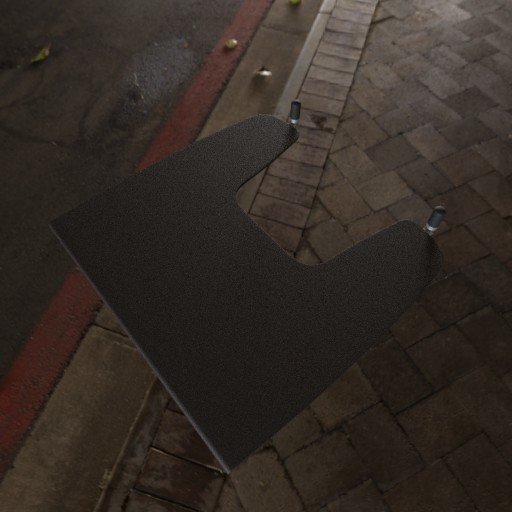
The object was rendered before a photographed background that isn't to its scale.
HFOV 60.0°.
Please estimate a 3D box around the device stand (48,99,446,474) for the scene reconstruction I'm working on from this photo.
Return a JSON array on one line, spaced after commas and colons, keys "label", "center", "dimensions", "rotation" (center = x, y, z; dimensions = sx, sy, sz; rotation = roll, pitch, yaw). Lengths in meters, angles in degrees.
[{"label": "device stand", "center": [0.000, 0.000, 0.356], "dimensions": [0.230, 0.092, 0.230], "rotation": [-35, 64, -20]}]
